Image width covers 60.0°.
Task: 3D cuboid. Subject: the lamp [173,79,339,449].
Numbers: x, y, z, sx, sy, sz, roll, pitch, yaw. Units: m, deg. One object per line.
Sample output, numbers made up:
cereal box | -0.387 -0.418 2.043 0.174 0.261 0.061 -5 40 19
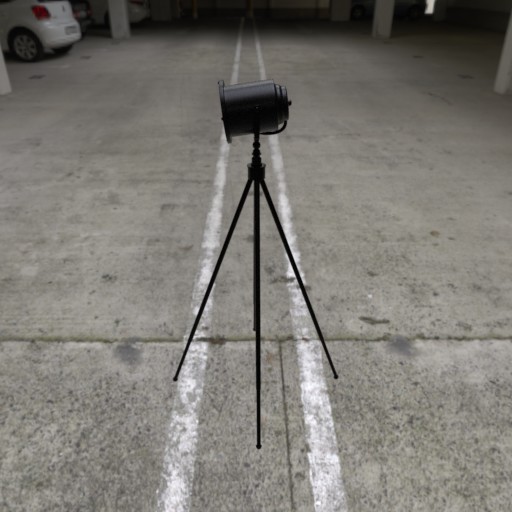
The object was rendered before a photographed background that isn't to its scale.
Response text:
lamp | 0.000 0.000 2.017 0.884 1.504 0.879 -1 28 -1
